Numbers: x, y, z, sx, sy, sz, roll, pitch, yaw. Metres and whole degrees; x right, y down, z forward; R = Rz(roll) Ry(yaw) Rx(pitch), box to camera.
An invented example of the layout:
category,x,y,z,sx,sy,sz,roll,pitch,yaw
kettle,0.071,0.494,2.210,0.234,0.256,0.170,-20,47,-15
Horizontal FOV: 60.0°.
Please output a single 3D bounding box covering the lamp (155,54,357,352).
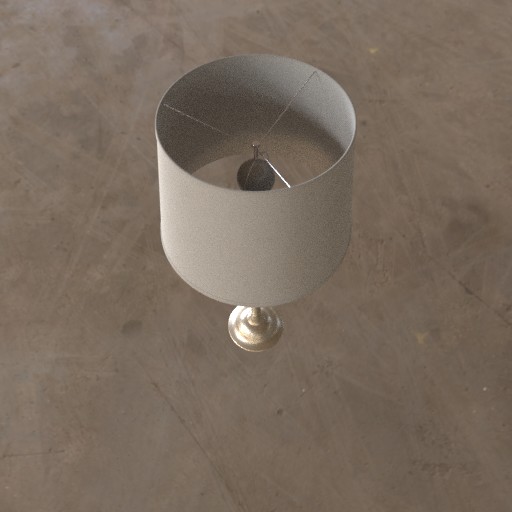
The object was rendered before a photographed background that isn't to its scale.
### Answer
category,x,y,z,sx,sy,sz,roll,pitch,yaw
lamp,0.000,0.000,0.873,0.331,0.698,0.331,0,58,0
